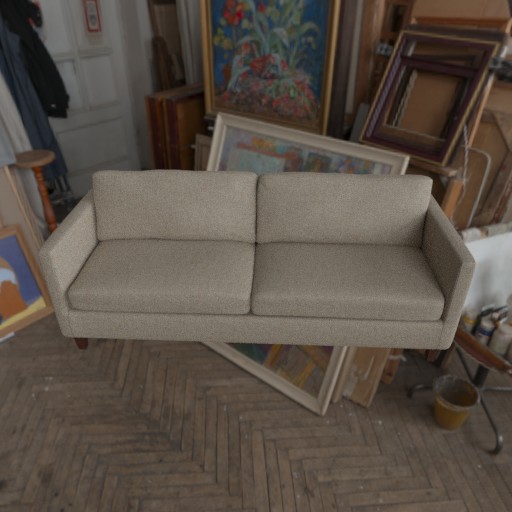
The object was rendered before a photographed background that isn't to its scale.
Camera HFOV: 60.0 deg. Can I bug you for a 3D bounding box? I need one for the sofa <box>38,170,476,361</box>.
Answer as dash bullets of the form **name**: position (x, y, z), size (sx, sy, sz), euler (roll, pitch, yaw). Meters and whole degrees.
- **sofa**: position (0.000, 0.000, 2.928), size (2.434, 0.965, 0.951), euler (1, 33, 2)
